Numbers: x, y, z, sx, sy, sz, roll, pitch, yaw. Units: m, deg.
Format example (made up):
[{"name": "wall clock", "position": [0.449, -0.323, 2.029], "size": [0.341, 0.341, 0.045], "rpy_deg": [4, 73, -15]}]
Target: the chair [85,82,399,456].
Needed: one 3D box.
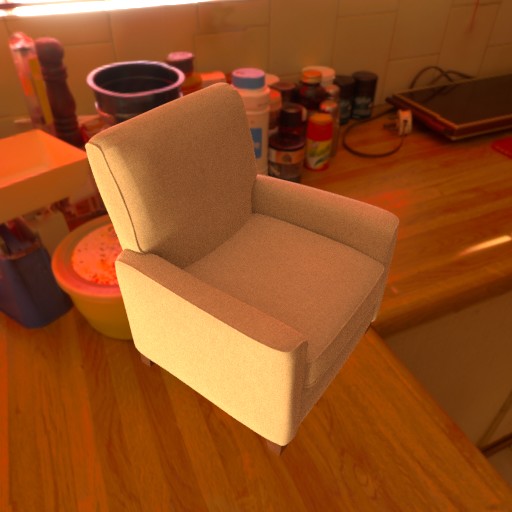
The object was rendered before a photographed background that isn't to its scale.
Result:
[{"name": "chair", "position": [0.000, 0.000, 1.687], "size": [0.859, 1.023, 0.845], "rpy_deg": [25, 45, 27]}]
